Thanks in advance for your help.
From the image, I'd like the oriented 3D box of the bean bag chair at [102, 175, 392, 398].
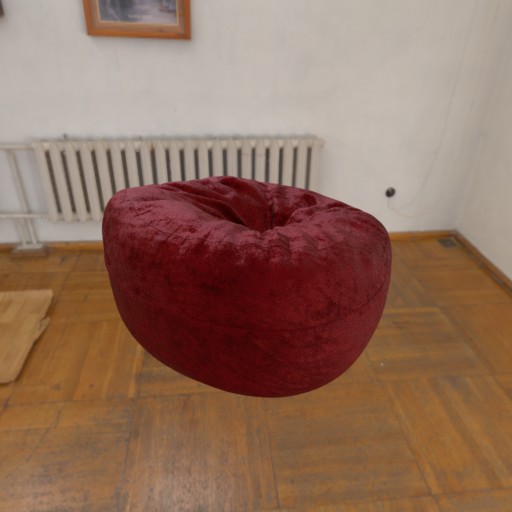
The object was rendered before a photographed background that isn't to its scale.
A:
[{"bbox_3d":[0.000,0.000,2.495,1.524,0.878,1.524,22,36,34],"label":"bean bag chair"}]
